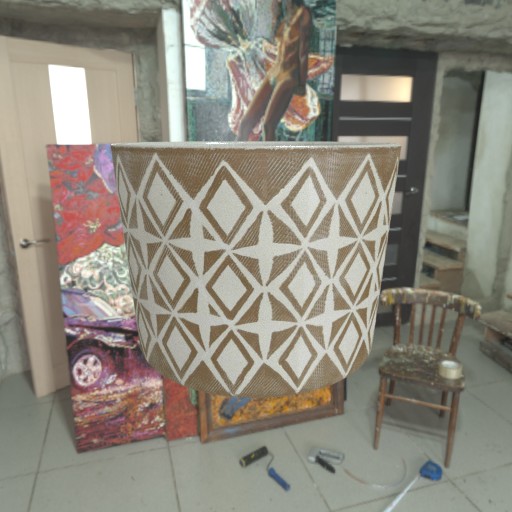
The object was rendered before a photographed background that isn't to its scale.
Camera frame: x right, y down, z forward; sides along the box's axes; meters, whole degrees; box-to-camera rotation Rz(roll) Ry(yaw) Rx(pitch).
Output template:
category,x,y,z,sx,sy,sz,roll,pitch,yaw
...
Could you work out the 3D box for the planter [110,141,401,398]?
category,x,y,z,sx,sy,sz,roll,pitch,yaw
planter,0.000,0.000,0.444,0.260,0.220,0.260,0,15,0
